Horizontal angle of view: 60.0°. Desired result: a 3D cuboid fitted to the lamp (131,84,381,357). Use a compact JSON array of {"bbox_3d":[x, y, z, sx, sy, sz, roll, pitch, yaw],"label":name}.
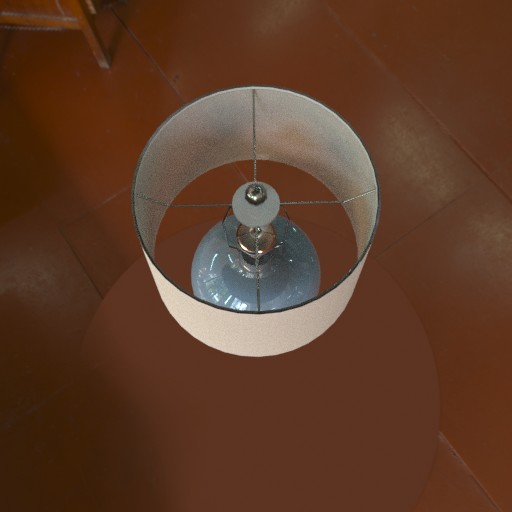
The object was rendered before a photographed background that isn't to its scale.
[{"bbox_3d":[0.000,0.000,0.550,0.247,0.387,0.247,0,74,0],"label":"lamp"}]
